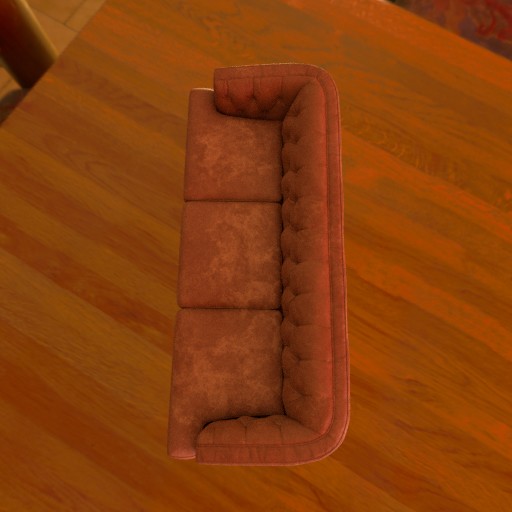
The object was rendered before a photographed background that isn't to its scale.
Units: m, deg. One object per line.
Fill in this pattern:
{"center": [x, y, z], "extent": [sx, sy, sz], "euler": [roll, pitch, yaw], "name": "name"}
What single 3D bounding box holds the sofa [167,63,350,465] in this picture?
{"center": [0.000, 0.000, 2.655], "extent": [0.922, 0.791, 2.257], "euler": [1, 75, 0], "name": "sofa"}
